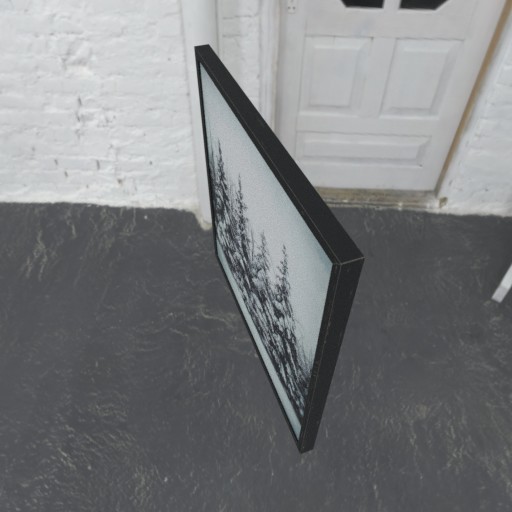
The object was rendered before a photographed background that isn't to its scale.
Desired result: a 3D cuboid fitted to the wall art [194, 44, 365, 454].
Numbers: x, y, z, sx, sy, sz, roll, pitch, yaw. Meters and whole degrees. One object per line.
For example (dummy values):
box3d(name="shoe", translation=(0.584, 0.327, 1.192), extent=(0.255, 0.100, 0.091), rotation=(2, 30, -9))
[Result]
box3d(name="wall art", translation=(0.000, 0.000, 1.132), extent=(0.037, 0.761, 0.761), rotation=(-16, 50, -14))
